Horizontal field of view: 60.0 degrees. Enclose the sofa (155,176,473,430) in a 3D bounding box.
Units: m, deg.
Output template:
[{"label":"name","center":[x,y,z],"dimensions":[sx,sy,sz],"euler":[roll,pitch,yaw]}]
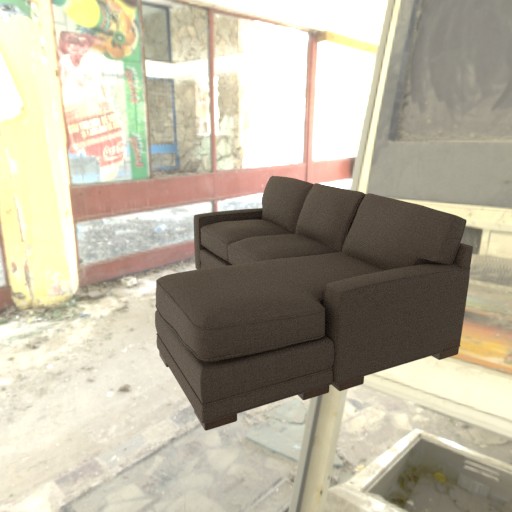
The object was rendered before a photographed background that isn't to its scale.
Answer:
[{"label":"sofa","center":[0.000,0.000,3.379],"dimensions":[1.790,0.973,2.370],"euler":[-8,18,-25]}]
